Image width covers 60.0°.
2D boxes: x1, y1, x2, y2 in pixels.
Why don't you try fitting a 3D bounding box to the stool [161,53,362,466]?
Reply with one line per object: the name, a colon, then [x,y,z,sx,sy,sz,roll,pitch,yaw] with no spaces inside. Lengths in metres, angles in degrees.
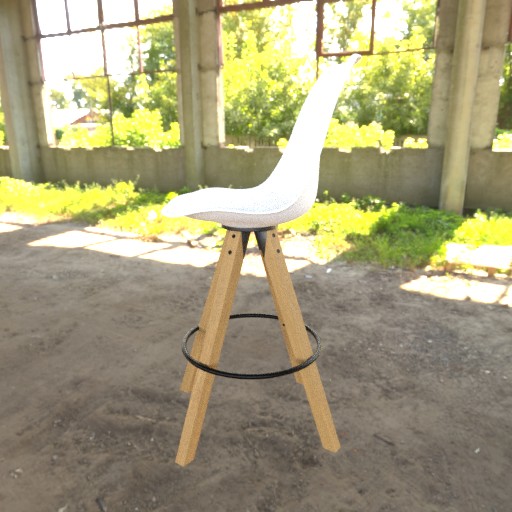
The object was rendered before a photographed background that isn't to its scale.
stool: [0.000,0.000,1.349,0.549,1.115,0.482,-2,15,-7]
